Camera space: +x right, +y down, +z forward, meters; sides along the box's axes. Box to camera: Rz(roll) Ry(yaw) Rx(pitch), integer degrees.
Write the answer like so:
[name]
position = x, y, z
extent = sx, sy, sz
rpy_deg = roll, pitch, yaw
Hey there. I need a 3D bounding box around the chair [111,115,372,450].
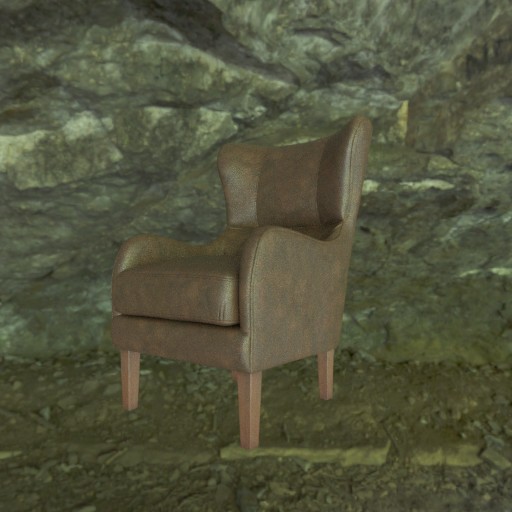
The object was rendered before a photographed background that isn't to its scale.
[chair]
position = 0.000, 0.000, 1.646
extent = 0.692, 1.048, 0.914
rpy_deg = -1, -1, 38
